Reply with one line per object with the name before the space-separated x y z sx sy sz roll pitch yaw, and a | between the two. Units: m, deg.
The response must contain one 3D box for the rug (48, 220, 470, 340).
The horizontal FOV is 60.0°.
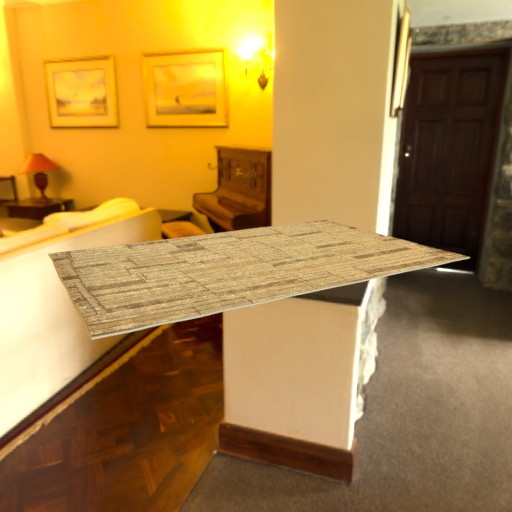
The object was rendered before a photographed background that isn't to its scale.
rug | 0.000 0.000 3.018 2.444 0.023 1.531 -9 18 -29
